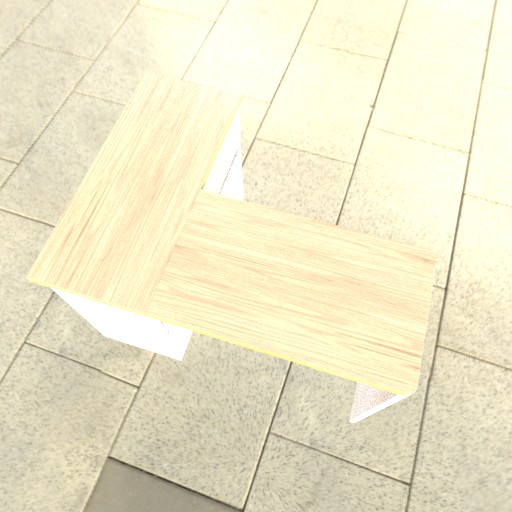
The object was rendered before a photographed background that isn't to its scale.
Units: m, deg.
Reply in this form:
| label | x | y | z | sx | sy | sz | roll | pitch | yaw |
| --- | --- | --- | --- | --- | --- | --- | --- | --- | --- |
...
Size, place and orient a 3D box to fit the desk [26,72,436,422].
| label | x | y | z | sx | sy | sz | roll | pitch | yaw |
| --- | --- | --- | --- | --- | --- | --- | --- | --- | --- |
| desk | 0.000 | 0.000 | 1.784 | 1.170 | 0.760 | 0.900 | 16 | 65 | 7 |
